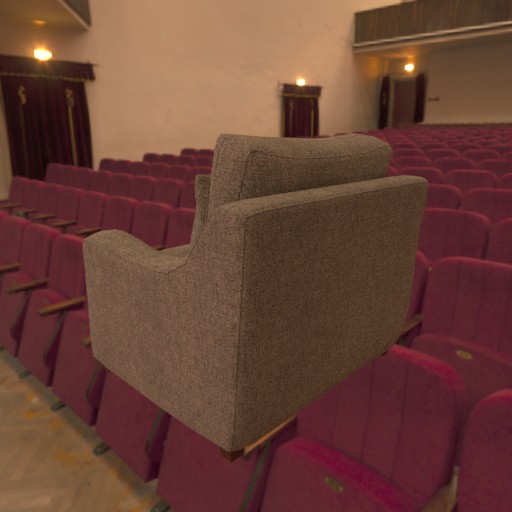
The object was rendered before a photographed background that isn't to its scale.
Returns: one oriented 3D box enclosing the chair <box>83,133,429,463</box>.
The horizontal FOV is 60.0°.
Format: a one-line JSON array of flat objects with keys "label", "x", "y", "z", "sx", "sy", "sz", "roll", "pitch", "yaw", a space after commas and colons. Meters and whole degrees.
[{"label": "chair", "x": 0.000, "y": 0.000, "z": 1.930, "sx": 1.009, "sy": 1.037, "sz": 1.138, "roll": 15, "pitch": 22, "yaw": 42}]
